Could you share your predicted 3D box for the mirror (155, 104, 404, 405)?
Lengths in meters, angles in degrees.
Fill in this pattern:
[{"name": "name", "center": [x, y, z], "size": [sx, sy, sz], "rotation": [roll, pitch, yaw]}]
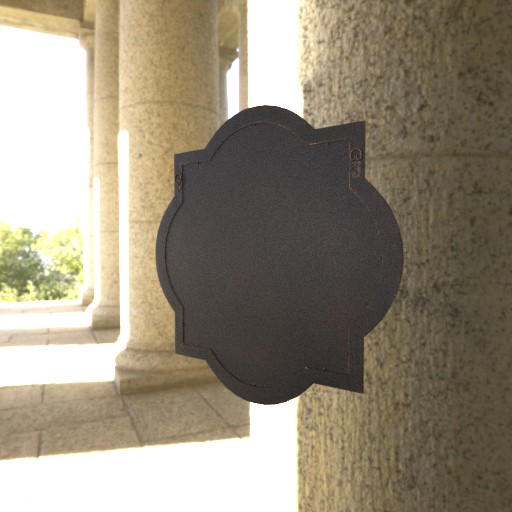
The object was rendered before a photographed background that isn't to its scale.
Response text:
[{"name": "mirror", "center": [0.000, 0.000, 1.053], "size": [0.686, 0.686, 0.019], "rotation": [1, 2, 37]}]
